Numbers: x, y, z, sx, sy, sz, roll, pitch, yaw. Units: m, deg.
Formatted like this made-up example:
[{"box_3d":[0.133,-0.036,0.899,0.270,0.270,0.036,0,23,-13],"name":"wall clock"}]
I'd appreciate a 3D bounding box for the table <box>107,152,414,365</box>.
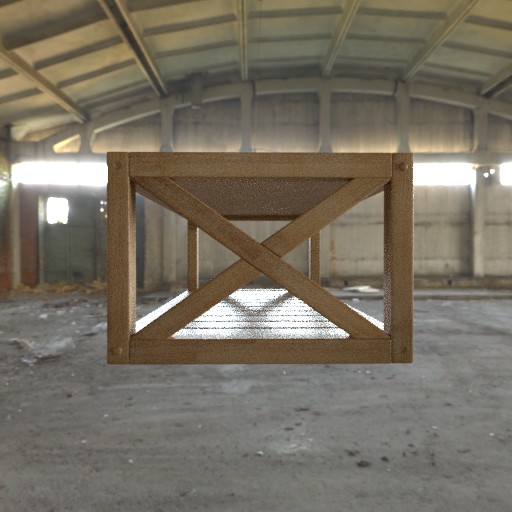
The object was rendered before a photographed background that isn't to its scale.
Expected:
[{"box_3d":[0.000,0.000,1.604,0.660,0.457,1.321,0,0,-1],"name":"table"}]
